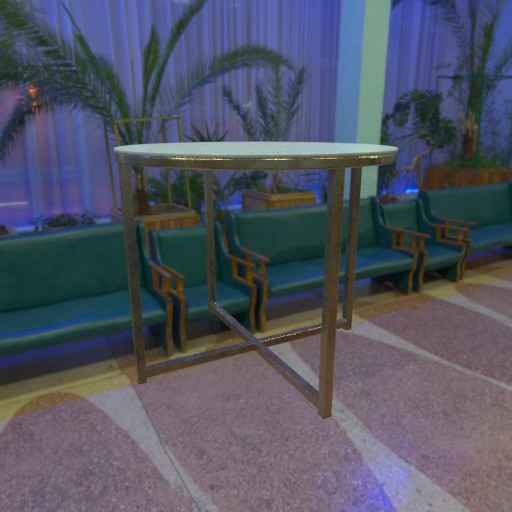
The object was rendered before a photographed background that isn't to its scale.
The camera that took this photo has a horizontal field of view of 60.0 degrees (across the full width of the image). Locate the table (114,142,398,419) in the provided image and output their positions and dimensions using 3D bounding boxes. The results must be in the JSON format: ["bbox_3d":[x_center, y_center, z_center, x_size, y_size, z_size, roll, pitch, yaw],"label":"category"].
[{"bbox_3d":[0.000,0.000,0.873,0.500,0.420,0.500,0,16,0],"label":"table"}]
